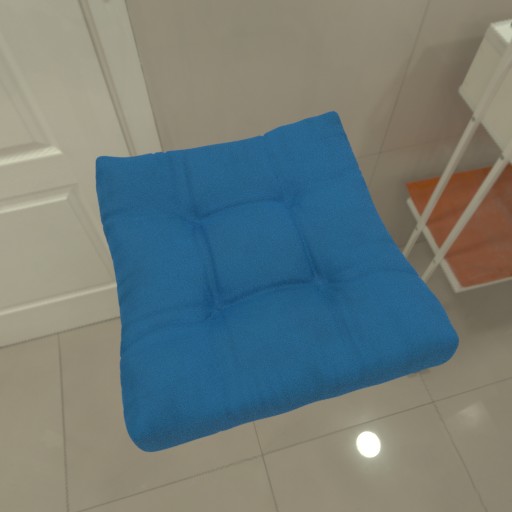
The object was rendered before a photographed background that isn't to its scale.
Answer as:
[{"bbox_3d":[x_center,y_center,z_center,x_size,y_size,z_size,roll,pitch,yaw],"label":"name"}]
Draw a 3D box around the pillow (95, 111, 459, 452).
[{"bbox_3d":[0.000,0.000,0.716,0.468,0.128,0.490,-14,59,-8],"label":"pillow"}]
